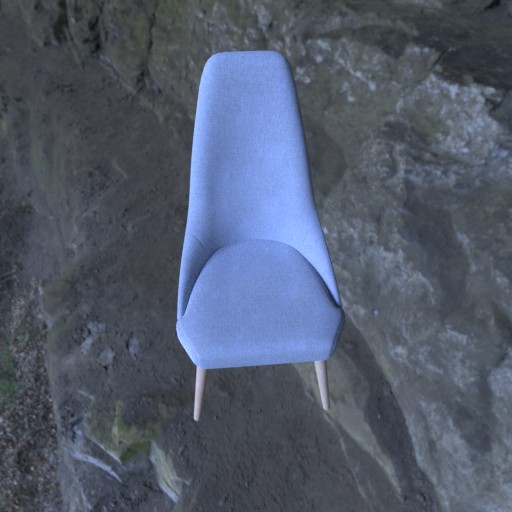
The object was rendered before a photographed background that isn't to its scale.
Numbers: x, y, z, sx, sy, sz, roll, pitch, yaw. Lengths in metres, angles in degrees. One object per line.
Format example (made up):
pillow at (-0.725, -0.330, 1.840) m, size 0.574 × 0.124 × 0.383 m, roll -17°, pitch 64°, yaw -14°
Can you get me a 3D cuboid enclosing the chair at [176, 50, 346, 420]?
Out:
chair at (0.000, 0.000, 1.425) m, size 0.510 × 1.040 × 0.660 m, roll -3°, pitch 46°, yaw -3°
